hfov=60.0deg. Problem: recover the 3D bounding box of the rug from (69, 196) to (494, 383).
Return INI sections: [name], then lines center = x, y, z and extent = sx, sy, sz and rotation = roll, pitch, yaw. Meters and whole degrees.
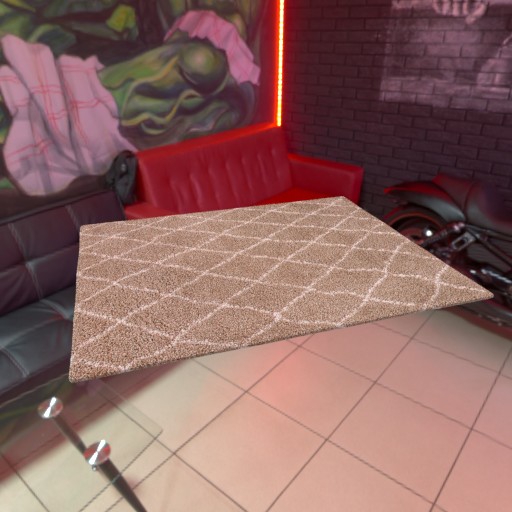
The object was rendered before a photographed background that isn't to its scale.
[rug]
center = 0.000, 0.000, 3.994
extent = 3.047, 0.029, 2.438
rotation = -8, 28, -16
